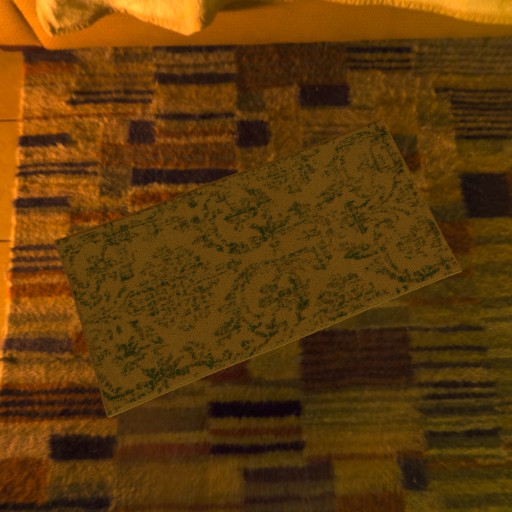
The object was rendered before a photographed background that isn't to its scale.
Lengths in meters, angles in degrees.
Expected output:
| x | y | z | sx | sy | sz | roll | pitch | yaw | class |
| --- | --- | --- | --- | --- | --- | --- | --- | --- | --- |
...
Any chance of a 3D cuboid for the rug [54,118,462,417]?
| x | y | z | sx | sy | sz | roll | pitch | yaw | class |
| --- | --- | --- | --- | --- | --- | --- | --- | --- | --- |
| 0.000 | 0.000 | 1.469 | 1.220 | 0.007 | 0.605 | -21 | 78 | -5 | rug |
